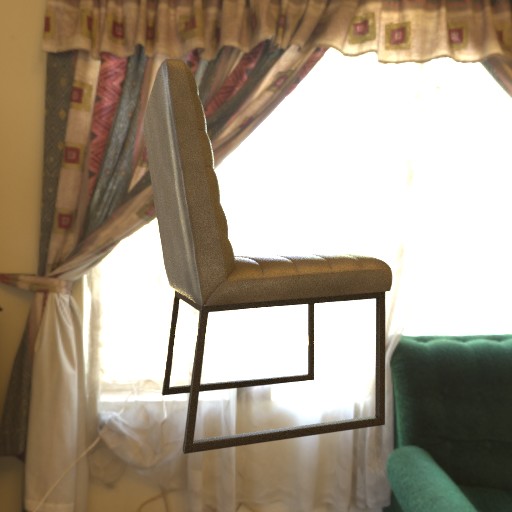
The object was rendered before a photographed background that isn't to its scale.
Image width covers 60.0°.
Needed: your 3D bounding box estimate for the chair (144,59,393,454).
[{"bbox_3d":[0.000,0.000,1.342,0.634,0.930,0.520,0,1,-18],"label":"chair"}]
